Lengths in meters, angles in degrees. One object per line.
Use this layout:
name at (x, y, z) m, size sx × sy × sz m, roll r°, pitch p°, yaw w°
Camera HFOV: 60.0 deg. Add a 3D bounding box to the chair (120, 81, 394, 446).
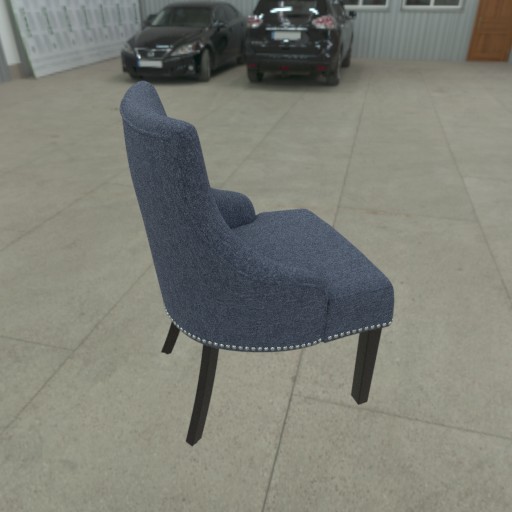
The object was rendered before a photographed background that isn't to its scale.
chair at (0.000, 0.000, 1.278) m, size 0.629 × 0.909 × 0.566 m, roll -11°, pitch 32°, yaw -18°
